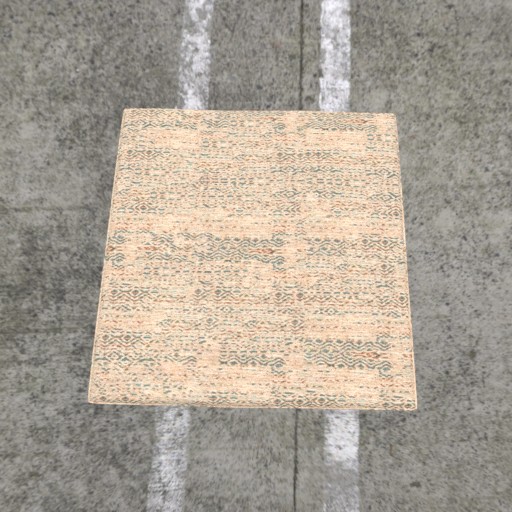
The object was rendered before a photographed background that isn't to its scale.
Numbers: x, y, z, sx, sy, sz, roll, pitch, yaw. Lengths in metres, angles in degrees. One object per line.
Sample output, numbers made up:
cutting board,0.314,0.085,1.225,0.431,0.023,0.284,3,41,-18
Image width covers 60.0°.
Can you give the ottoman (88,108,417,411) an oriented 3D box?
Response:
ottoman,0.000,0.000,1.558,0.968,0.356,1.004,1,74,0
